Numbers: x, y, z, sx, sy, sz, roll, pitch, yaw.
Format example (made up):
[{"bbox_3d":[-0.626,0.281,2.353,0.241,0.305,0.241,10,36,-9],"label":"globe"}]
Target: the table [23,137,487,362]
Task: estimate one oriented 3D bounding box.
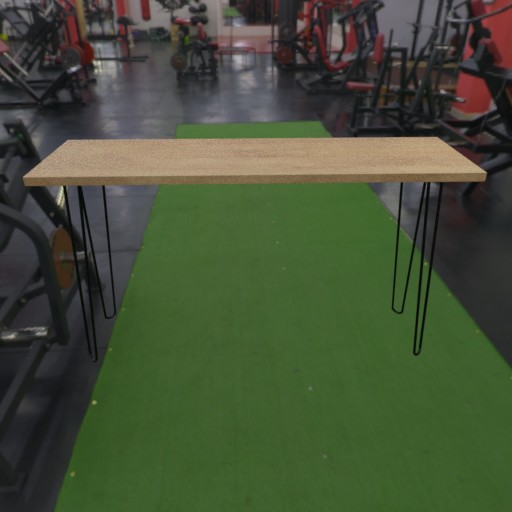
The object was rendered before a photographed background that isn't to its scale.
[{"bbox_3d":[0.000,0.000,1.707,1.400,0.799,0.399,-1,30,-1],"label":"table"}]
